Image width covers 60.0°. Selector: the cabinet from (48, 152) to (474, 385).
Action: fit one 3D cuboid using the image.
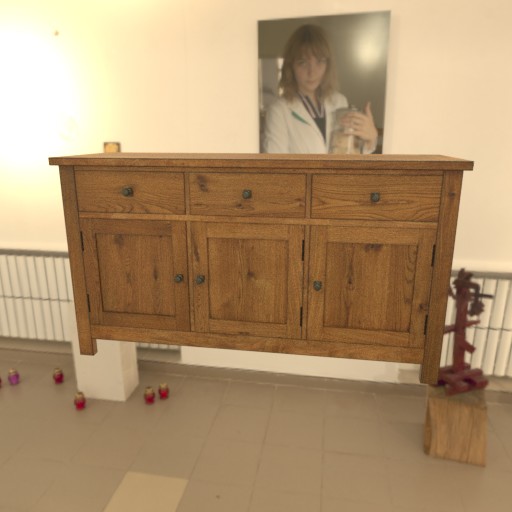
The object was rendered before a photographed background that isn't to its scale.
[{"bbox_3d":[0.000,0.000,1.843,1.474,0.813,0.480,3,16,9],"label":"cabinet"}]
